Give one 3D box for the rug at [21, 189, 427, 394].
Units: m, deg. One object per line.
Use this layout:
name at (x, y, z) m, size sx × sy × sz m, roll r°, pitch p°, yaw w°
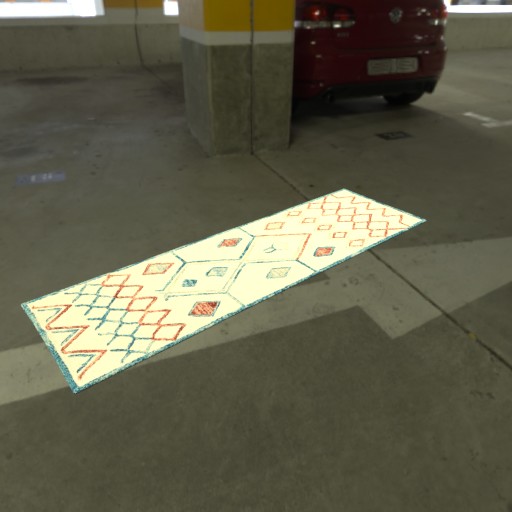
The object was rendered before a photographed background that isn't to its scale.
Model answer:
rug at (0.000, 0.000, 2.636) m, size 2.435 × 0.011 × 0.750 m, roll -23°, pitch 37°, yaw -33°
